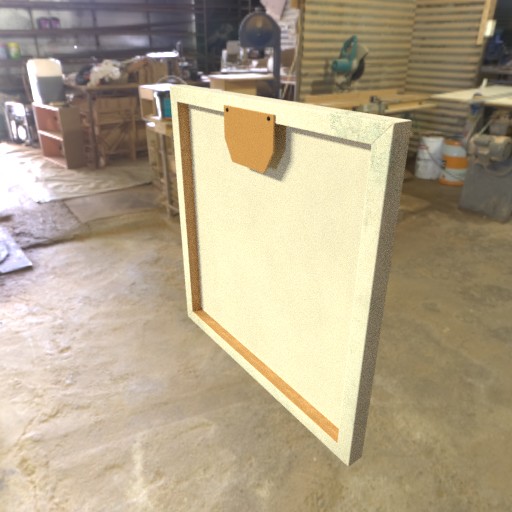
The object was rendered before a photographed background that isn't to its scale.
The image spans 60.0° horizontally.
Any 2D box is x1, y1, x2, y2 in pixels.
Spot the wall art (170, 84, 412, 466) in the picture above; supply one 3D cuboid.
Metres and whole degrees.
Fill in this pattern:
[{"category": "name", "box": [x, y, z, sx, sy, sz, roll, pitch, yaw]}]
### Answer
[{"category": "wall art", "box": [0.000, 0.000, 0.897, 0.044, 0.605, 0.605, -18, 31, -32]}]
